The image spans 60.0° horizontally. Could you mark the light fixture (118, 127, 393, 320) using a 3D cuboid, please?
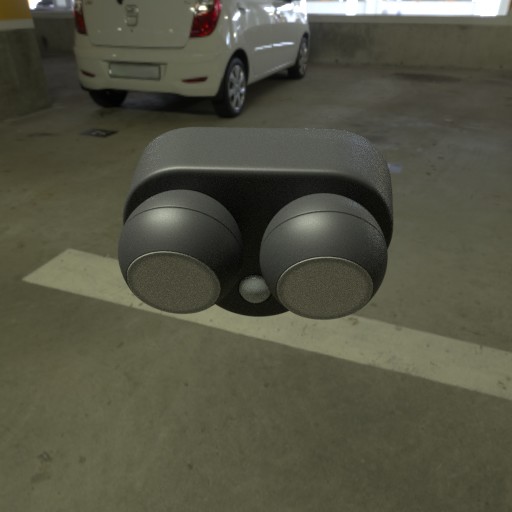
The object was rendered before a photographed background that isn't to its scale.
[{"bbox_3d":[0.000,0.000,0.346,0.229,0.159,0.159,2,31,3],"label":"light fixture"}]
